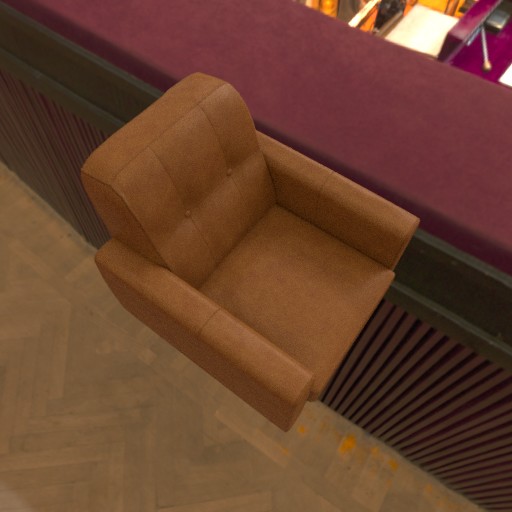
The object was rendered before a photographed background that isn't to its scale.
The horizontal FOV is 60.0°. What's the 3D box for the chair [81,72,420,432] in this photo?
[{"bbox_3d":[0.000,0.000,1.702,0.942,0.968,0.845,32,65,17],"label":"chair"}]
